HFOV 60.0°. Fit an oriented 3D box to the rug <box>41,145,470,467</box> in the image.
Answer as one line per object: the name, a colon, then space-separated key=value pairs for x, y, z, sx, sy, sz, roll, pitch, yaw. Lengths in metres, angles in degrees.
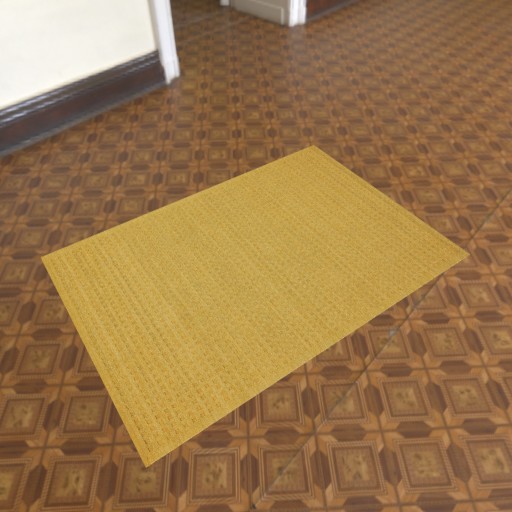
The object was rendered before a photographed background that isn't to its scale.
rug: x=0.000 y=0.000 z=3.624 sx=2.895 sy=0.006 sz=1.981 roll=-27 pitch=52 yaw=-23
